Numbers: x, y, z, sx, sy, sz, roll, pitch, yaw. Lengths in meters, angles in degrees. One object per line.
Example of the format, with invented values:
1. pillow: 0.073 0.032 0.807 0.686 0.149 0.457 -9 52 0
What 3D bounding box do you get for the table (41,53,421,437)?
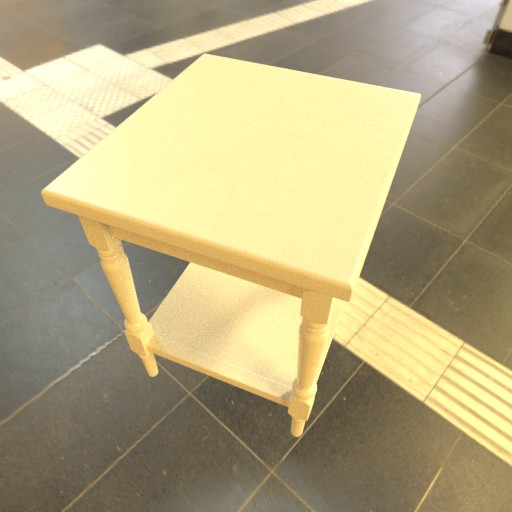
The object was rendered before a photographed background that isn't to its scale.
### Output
1. table: 0.000 0.000 0.910 0.442 0.565 0.488 17 50 15
